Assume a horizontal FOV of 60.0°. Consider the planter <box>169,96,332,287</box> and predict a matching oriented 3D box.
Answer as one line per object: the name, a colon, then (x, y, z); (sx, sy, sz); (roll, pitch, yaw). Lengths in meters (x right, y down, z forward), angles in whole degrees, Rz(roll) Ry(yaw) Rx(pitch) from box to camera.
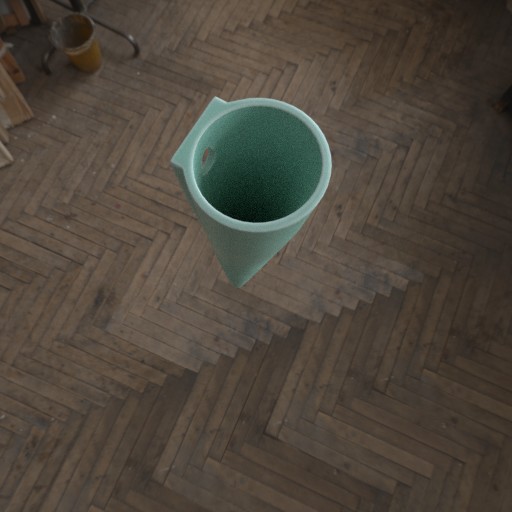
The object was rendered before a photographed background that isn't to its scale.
planter: (0.000, 0.000, 0.290); (0.055, 0.268, 0.054); (29, 77, 7)
